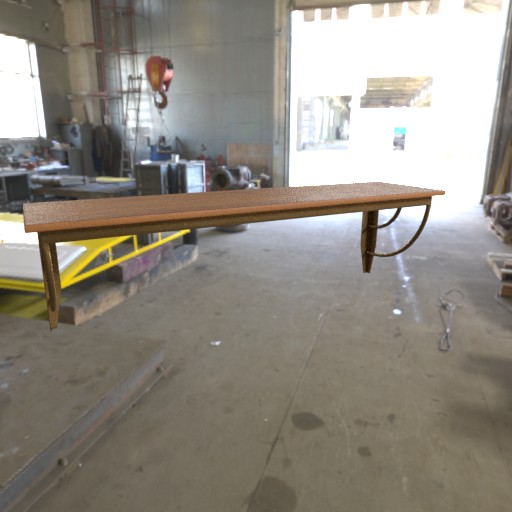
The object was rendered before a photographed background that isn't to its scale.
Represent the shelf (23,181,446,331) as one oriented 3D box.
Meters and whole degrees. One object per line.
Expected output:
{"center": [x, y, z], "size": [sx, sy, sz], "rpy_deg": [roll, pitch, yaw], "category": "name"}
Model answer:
{"center": [0.000, 0.000, 0.704], "size": [0.636, 0.190, 0.166], "rpy_deg": [-8, 18, -26], "category": "shelf"}
